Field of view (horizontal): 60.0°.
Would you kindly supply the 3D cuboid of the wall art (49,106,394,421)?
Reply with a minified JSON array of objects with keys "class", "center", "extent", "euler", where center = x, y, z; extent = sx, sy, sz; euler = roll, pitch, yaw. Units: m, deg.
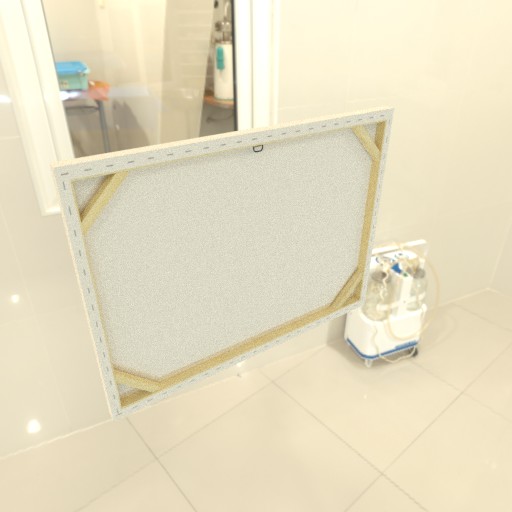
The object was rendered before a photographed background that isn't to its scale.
[{"class":"wall art","center":[0.000,0.000,1.349],"extent":[1.016,0.762,0.038],"euler":[-19,35,-29]}]
